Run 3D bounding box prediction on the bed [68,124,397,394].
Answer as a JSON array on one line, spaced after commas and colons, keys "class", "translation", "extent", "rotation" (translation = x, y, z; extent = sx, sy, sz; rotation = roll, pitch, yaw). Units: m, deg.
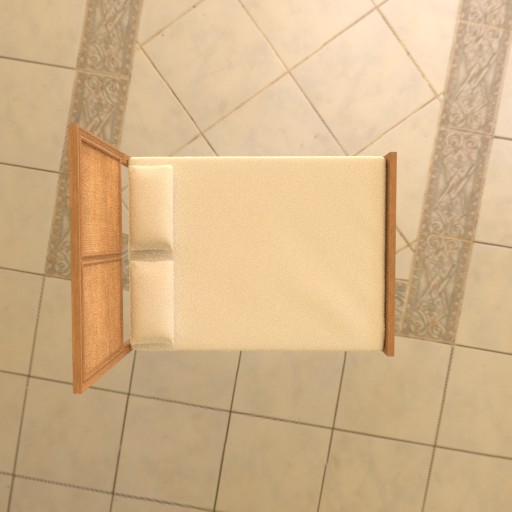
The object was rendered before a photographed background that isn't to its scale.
[{"class": "bed", "translation": [0.000, 0.000, 3.315], "extent": [2.184, 1.387, 1.606], "rotation": [0, 92, 1]}]
